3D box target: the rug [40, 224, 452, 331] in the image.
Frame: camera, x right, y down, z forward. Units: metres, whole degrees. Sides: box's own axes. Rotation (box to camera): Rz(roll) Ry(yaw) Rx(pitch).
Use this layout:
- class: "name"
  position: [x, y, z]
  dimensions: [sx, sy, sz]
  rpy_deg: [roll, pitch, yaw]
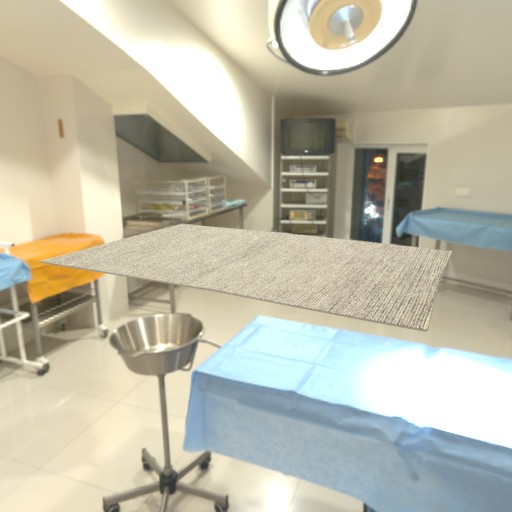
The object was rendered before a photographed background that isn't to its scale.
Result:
- class: "rug"
  position: [0.000, 0.000, 2.282]
  dimensions: [1.804, 0.022, 1.162]
  rpy_deg: [7, 16, 26]
